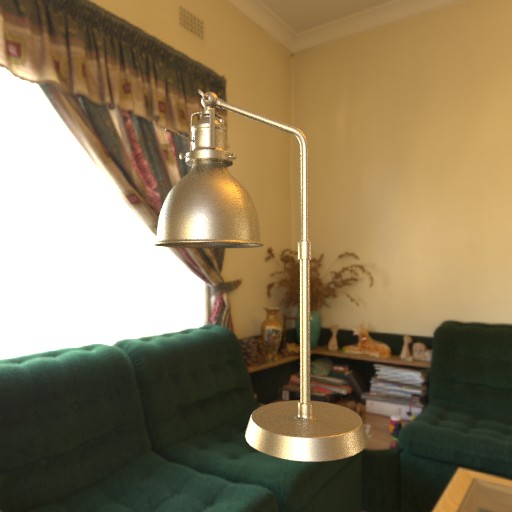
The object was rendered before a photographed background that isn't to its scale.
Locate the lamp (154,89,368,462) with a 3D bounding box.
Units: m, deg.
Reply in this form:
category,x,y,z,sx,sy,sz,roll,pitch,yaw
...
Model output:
category,x,y,z,sx,sy,sz,roll,pitch,yaw
lamp,0.000,0.000,0.588,0.286,0.456,0.153,-1,-2,19
